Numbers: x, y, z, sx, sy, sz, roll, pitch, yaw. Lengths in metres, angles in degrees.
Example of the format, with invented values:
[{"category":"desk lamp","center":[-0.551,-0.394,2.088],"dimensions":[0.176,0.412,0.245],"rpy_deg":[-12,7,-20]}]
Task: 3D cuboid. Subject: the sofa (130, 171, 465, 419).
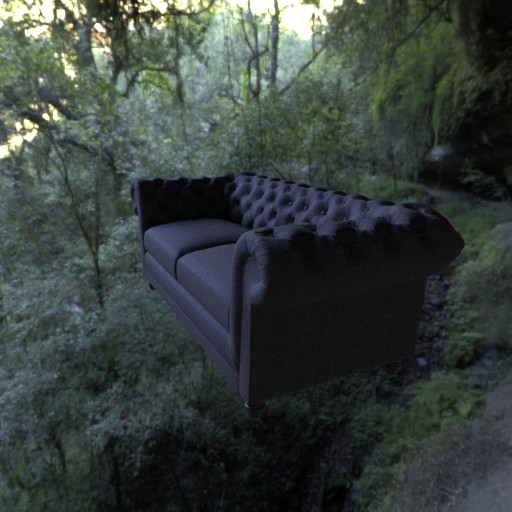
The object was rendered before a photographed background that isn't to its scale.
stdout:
[{"category":"sofa","center":[0.000,0.000,2.462],"dimensions":[0.944,0.780,2.048],"rpy_deg":[-8,18,-26]}]
